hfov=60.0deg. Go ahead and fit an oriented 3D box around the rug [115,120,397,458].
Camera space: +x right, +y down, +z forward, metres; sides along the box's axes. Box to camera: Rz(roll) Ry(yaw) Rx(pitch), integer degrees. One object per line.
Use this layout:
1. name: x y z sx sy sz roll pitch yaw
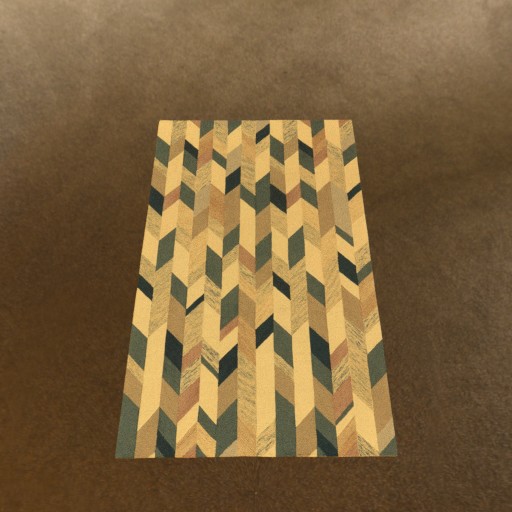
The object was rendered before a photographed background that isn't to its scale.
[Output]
1. rug: 0.000 0.000 2.916 1.513 0.008 2.423 0 62 0
